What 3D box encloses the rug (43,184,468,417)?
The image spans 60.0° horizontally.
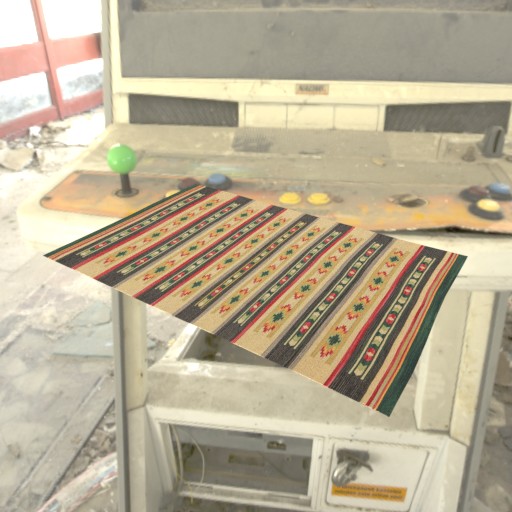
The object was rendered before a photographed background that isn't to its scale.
[{"bbox_3d":[0.000,0.000,2.870,2.311,0.010,1.522,19,35,29],"label":"rug"}]
